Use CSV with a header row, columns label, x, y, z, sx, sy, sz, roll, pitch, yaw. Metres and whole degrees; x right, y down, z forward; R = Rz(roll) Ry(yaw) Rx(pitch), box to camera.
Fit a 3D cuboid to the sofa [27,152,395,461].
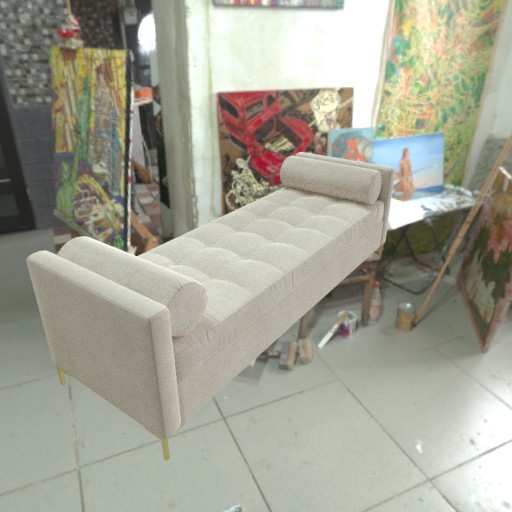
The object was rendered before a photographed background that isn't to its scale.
label,x,y,z,sx,sy,sz,roll,pitch,yaw
sofa,0.000,0.000,2.308,0.686,0.635,1.981,18,32,32
